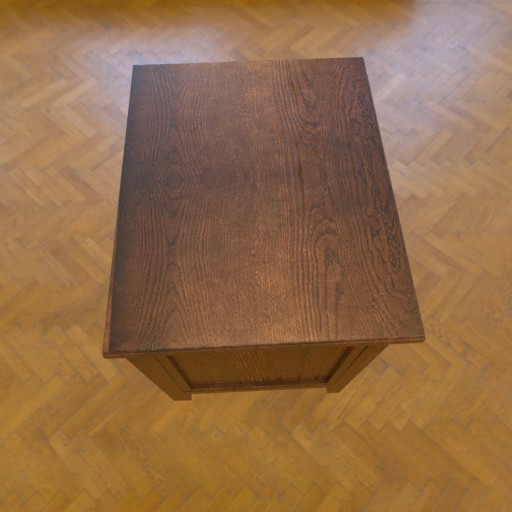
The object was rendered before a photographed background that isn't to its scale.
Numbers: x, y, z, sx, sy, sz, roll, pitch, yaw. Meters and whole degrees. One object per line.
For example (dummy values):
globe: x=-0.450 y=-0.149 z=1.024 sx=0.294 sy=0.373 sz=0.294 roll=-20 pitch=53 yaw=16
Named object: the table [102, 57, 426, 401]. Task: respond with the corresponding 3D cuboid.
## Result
table: x=0.000 y=0.000 z=1.023 sx=0.461 sy=0.597 sz=0.586 roll=-2 pitch=64 yaw=-1
